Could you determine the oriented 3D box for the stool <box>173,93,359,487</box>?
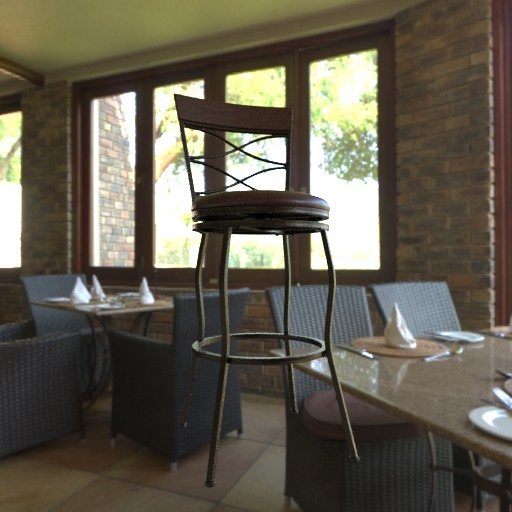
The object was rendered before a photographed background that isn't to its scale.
[{"bbox_3d":[0.000,0.000,1.389,0.448,1.130,0.513,0,-1,-19],"label":"stool"}]
